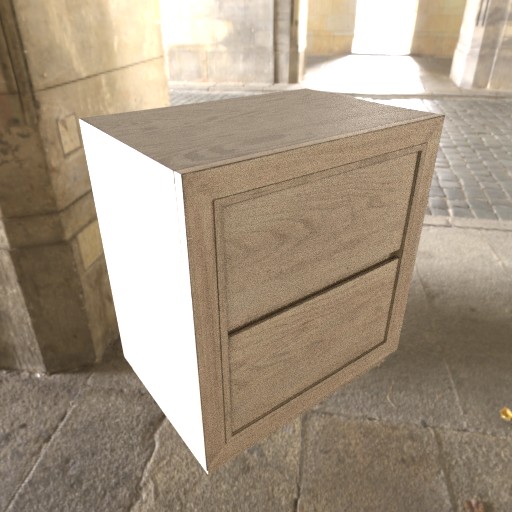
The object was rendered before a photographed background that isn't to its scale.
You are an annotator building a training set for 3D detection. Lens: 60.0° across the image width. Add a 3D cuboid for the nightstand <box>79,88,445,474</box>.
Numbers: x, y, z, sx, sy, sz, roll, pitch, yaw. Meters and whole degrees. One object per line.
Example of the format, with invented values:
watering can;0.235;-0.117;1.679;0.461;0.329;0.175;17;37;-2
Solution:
nightstand;0.000;0.000;1.081;0.612;0.673;0.483;-20;35;-31
